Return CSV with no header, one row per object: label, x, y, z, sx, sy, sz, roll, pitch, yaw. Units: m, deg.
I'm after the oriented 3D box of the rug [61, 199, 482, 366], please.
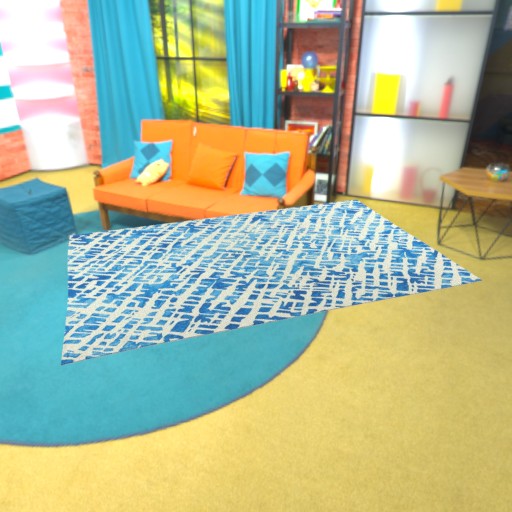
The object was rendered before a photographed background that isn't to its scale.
rug,0.000,0.000,3.039,2.447,0.011,1.520,-9,29,-16
